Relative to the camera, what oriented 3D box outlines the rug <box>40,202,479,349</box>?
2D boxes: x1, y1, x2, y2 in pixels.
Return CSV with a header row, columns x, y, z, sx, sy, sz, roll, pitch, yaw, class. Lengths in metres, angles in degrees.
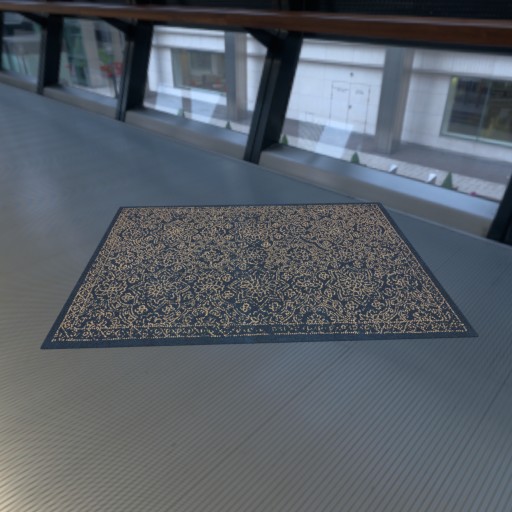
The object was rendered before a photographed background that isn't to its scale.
x,y,z,sx,sy,sz,roll,pitch,yaw,class
0.000,0.000,4.122,3.048,0.010,2.438,-1,30,-2,rug
